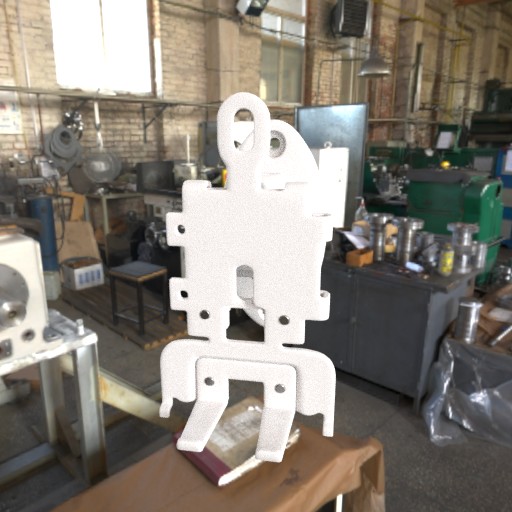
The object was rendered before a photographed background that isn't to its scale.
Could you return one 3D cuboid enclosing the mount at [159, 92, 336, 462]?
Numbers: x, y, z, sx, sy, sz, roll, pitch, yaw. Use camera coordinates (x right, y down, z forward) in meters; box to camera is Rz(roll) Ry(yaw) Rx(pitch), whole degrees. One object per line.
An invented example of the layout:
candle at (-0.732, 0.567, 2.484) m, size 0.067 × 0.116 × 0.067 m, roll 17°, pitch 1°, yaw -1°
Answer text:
mount at (0.000, 0.000, 0.176) m, size 0.066 × 0.118 × 0.100 m, roll 3°, pitch 15°, yaw 10°
